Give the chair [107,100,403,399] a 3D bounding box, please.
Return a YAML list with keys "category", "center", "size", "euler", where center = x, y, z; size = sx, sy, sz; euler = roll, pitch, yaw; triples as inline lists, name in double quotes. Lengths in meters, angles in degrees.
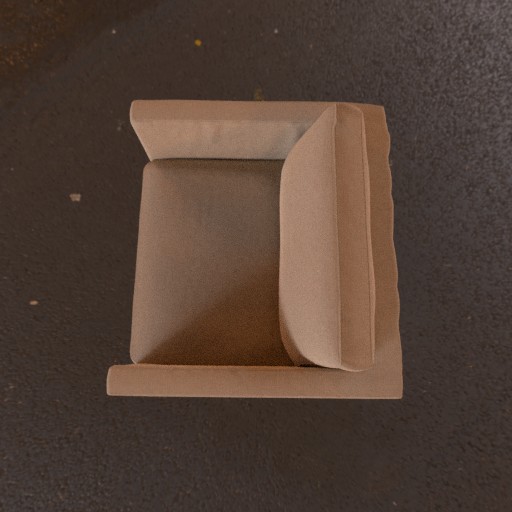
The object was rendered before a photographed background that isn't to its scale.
- category: "chair"
  center: [0.000, 0.000, 1.735]
  size: [0.949, 0.867, 1.057]
  euler: [1, 77, 0]
